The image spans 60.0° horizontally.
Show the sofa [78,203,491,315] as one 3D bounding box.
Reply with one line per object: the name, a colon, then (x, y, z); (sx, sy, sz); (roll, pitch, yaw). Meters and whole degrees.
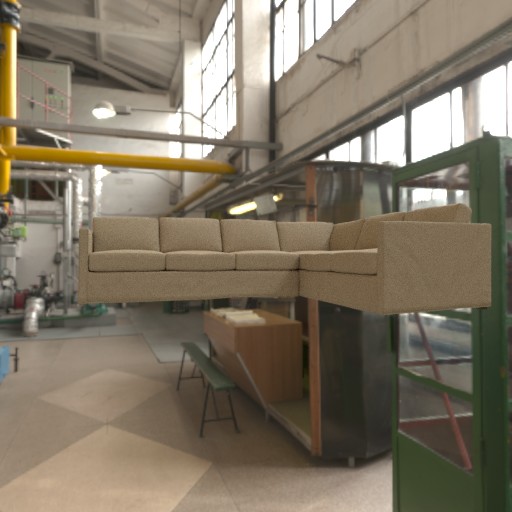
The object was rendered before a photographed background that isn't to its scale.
sofa: (0.000, 0.000, 4.190); (3.182, 0.871, 2.432); (0, 0, -18)
